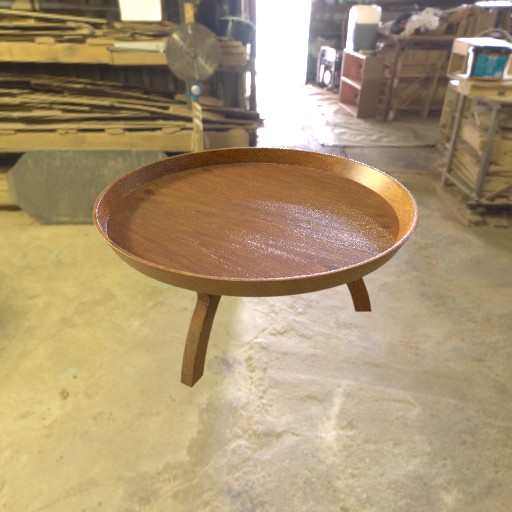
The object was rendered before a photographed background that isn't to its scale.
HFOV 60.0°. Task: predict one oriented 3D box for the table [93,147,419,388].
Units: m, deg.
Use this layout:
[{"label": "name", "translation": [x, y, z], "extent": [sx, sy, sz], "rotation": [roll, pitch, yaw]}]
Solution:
[{"label": "table", "translation": [0.000, 0.000, 1.566], "extent": [1.016, 0.470, 1.016], "rotation": [0, 31, 0]}]
